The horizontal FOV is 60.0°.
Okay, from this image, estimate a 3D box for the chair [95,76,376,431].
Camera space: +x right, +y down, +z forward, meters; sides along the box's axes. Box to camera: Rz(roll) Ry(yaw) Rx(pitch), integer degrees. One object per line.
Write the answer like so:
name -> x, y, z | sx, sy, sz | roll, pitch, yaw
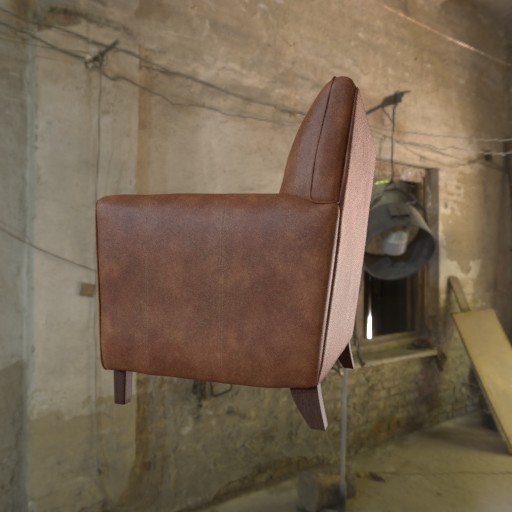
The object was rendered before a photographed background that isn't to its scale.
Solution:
chair -> 0.000, 0.000, 1.640 | 0.823, 0.943, 0.870 | 0, 0, 19
